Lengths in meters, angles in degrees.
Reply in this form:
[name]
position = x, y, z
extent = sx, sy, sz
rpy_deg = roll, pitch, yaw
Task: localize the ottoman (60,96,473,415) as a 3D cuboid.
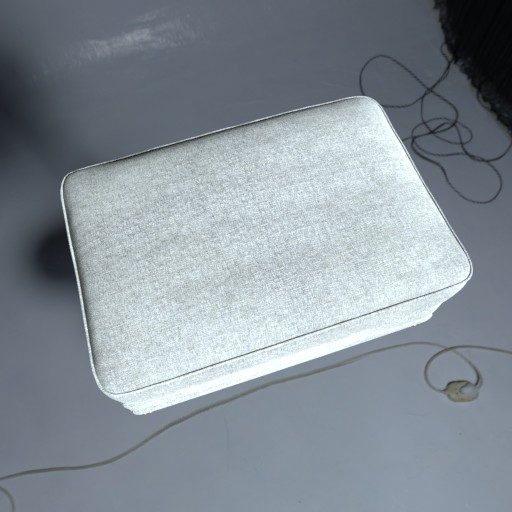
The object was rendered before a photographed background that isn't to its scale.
[ottoman]
position = 0.000, 0.000, 1.128
extent = 0.813, 0.457, 0.561
rpy_deg = -16, 65, -8
